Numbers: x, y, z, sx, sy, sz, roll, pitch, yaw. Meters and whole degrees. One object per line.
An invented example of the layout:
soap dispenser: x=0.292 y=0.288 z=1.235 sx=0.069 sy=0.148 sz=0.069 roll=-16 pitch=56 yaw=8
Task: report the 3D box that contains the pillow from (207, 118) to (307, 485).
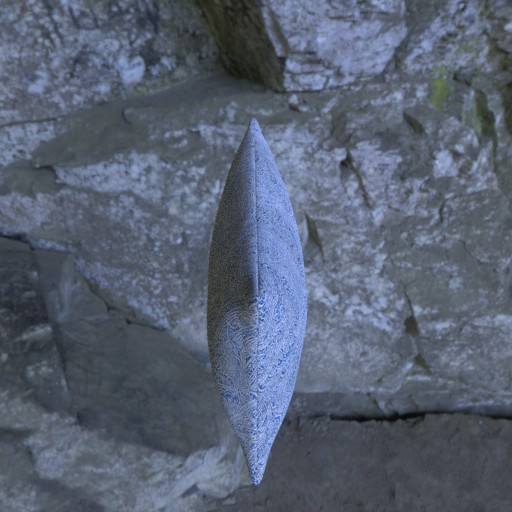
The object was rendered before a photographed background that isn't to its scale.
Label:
pillow: x=0.000 y=0.000 z=0.735 sx=0.151 sy=0.295 sz=0.615 roll=0 pitch=32 yaw=-1
